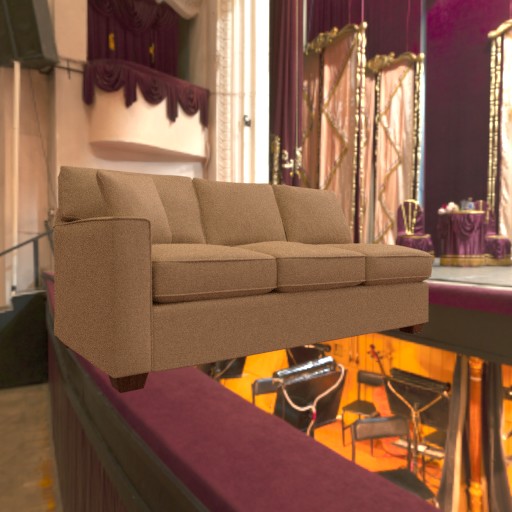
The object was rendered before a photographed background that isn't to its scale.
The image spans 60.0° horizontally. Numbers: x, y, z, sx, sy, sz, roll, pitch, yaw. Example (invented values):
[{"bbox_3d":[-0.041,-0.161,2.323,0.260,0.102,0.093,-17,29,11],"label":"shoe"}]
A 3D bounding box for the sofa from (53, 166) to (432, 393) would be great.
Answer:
[{"bbox_3d":[0.000,0.000,2.525,1.962,0.946,1.034,-1,2,-36],"label":"sofa"}]
